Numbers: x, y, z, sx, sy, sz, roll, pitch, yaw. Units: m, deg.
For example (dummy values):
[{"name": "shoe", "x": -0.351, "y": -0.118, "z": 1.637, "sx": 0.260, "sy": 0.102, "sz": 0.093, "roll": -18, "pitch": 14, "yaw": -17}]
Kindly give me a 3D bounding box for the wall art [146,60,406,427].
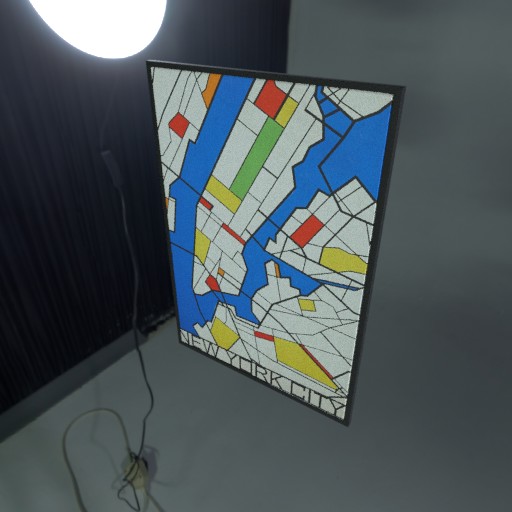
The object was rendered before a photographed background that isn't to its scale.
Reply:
[{"name": "wall art", "x": 0.000, "y": 0.000, "z": 0.845, "sx": 0.457, "sy": 0.657, "sz": 0.013, "roll": 19, "pitch": 36, "yaw": 28}]
